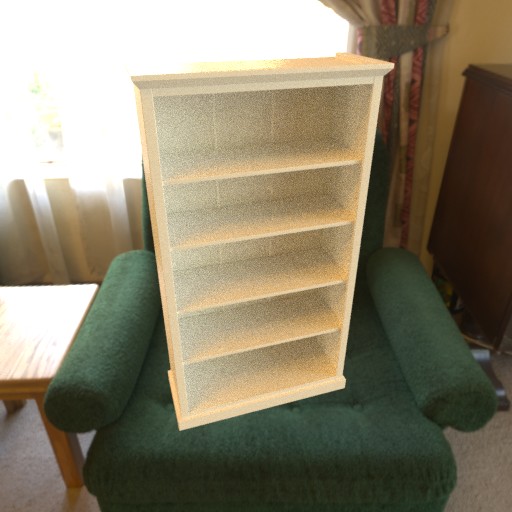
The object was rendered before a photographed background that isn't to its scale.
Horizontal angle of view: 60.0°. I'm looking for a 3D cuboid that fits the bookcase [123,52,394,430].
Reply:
[{"bbox_3d":[0.000,0.000,2.327,1.050,1.880,0.432,-9,32,-15],"label":"bookcase"}]
